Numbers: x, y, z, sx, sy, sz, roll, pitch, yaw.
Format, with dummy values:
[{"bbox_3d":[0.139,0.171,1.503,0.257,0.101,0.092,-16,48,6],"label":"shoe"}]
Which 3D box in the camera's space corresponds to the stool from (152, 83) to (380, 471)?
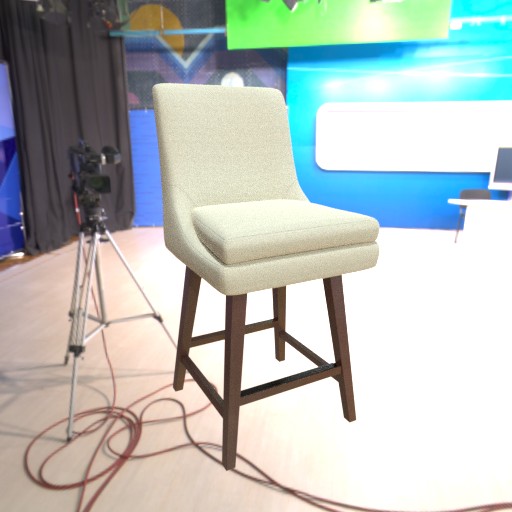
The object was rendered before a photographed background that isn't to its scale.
[{"bbox_3d":[0.000,0.000,1.326,0.483,0.991,0.559,-9,19,-27],"label":"stool"}]
